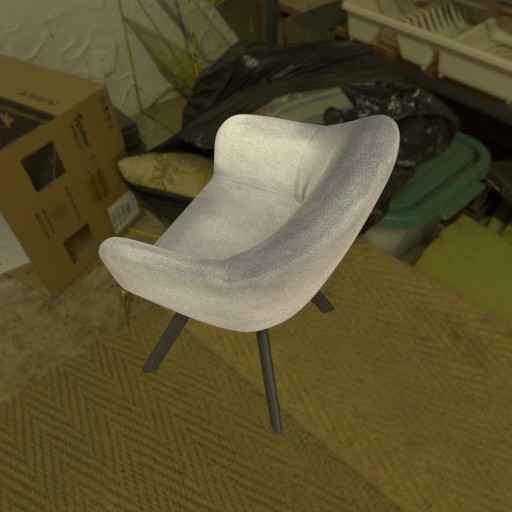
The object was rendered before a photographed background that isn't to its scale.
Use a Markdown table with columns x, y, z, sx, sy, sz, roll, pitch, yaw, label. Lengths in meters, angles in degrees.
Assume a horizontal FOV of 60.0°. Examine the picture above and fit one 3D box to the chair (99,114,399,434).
| x | y | z | sx | sy | sz | roll | pitch | yaw | label |
| --- | --- | --- | --- | --- | --- | --- | --- | --- | --- |
| 0.000 | 0.000 | 1.116 | 0.540 | 0.780 | 0.570 | 18 | 49 | 17 | chair |
